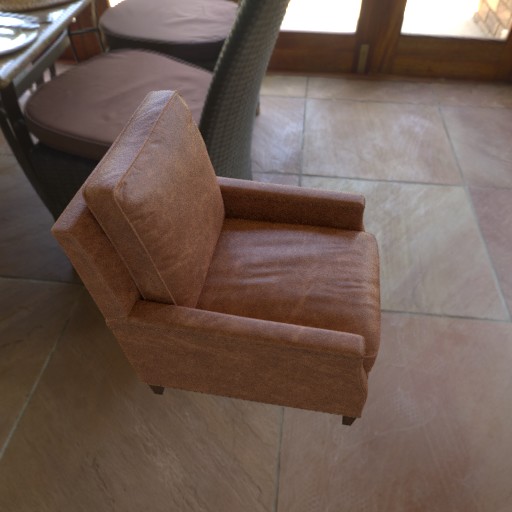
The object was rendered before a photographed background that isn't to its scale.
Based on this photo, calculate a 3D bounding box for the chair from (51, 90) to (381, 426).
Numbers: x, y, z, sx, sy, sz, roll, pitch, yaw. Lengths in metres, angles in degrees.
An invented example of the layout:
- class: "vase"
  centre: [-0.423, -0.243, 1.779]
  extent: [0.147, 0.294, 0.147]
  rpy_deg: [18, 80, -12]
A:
- class: "chair"
  centre: [0.000, 0.000, 1.783]
  extent: [1.035, 1.054, 0.854]
  rpy_deg: [7, 47, 7]
